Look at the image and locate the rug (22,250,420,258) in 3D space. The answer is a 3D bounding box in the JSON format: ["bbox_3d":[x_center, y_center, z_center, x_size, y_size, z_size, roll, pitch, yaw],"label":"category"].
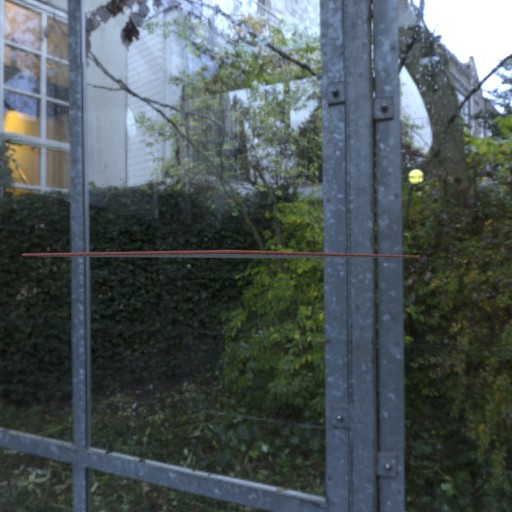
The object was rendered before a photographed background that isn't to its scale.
[{"bbox_3d":[0.000,0.000,3.054,1.524,0.014,2.438,0,-1,36],"label":"rug"}]
